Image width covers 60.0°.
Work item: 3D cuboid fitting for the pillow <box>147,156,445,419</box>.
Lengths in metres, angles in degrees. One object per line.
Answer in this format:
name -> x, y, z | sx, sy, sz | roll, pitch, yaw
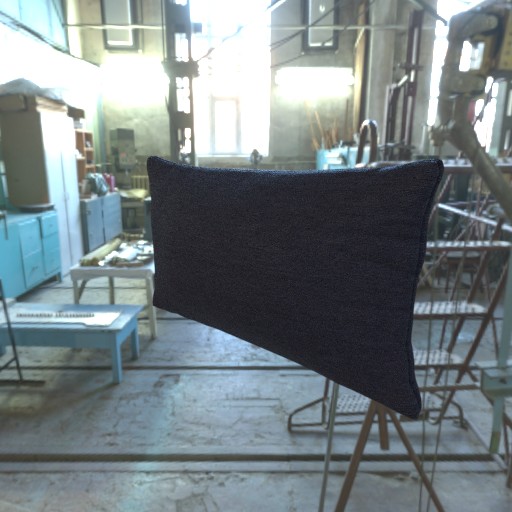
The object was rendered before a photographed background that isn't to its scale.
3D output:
pillow -> 0.000, 0.000, 0.773 | 0.633, 0.338, 0.210 | 13, 18, 43
